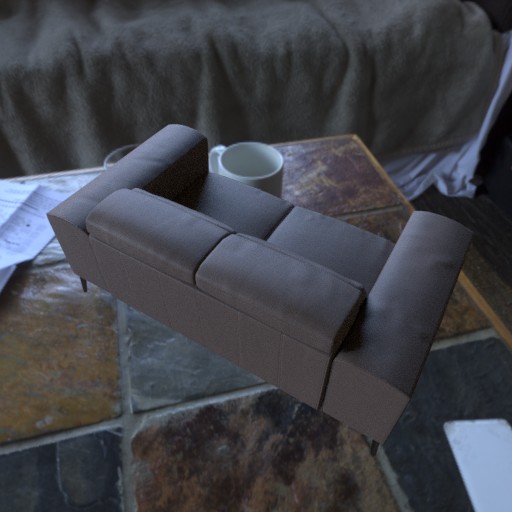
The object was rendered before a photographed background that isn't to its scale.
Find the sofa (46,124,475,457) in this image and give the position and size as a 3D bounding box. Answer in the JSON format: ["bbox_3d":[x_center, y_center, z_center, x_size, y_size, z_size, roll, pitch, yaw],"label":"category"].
[{"bbox_3d":[0.000,0.000,2.336,1.895,0.779,1.003,24,52,20],"label":"sofa"}]
